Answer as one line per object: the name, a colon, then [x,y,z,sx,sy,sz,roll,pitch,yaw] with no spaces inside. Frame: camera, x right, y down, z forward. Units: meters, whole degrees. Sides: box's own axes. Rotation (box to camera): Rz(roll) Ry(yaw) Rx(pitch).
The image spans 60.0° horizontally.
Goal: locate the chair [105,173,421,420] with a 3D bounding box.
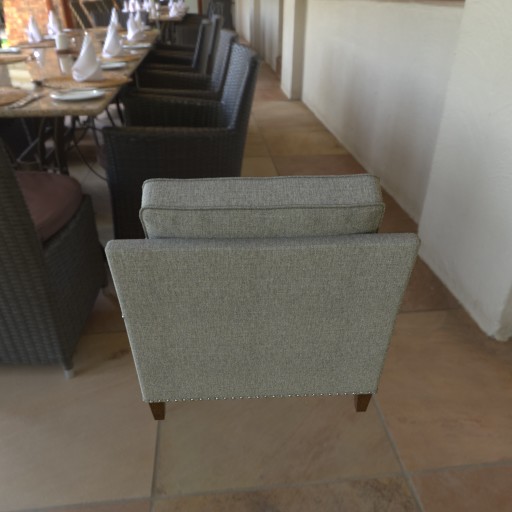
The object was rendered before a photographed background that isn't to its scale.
chair: [0.000,0.000,1.769,0.853,0.943,1.014,-1,31,-2]
